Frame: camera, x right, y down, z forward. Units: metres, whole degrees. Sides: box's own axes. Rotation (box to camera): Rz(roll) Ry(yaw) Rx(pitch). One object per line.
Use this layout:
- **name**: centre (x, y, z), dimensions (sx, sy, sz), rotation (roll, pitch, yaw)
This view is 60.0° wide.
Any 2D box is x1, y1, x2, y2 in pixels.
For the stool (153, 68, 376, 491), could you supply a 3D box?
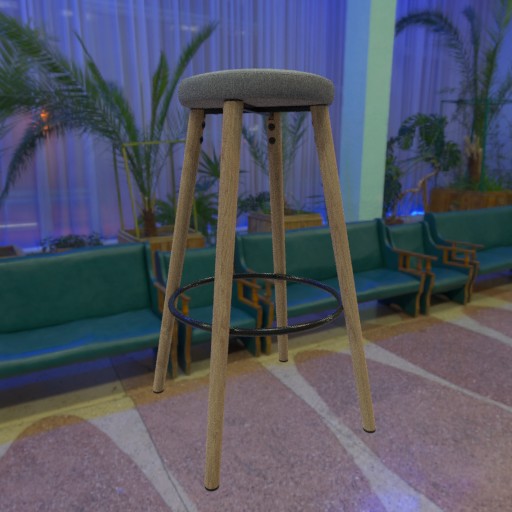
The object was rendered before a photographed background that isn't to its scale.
- **stool**: centre (0.000, 0.000, 0.997), dimensions (0.410, 0.770, 0.410), rotation (-7, 15, -26)
